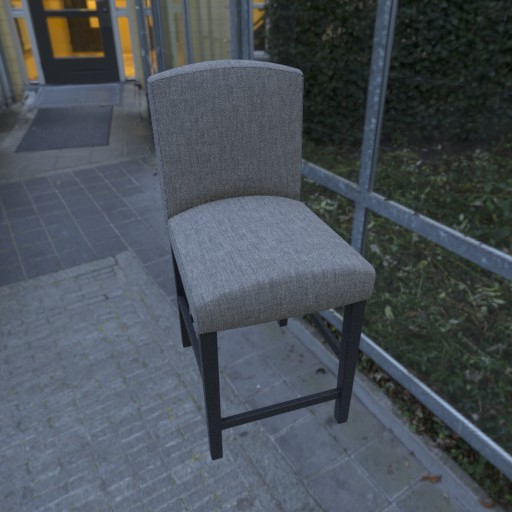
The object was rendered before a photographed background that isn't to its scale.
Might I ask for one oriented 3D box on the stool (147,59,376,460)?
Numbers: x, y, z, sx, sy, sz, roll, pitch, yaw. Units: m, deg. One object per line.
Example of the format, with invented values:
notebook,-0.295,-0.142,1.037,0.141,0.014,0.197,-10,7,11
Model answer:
stool,0.000,0.000,1.252,0.451,0.966,0.552,-9,32,-16
